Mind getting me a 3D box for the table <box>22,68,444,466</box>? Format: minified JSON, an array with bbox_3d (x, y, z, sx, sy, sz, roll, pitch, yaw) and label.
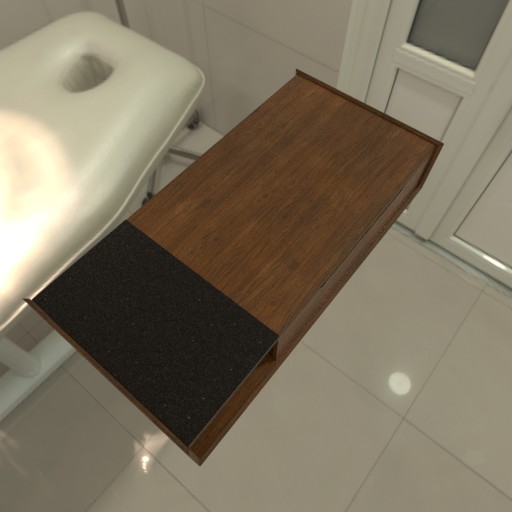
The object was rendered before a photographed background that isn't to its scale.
[{"bbox_3d":[0.000,0.000,1.540,0.610,0.508,1.221,35,65,19],"label":"table"}]
